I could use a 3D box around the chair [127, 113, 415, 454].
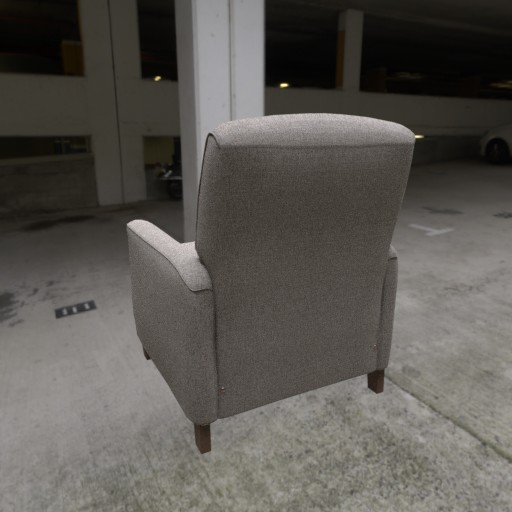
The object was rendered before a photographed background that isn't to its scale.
[{"bbox_3d":[0.000,0.000,1.700,0.848,1.014,0.864,-8,17,-26],"label":"chair"}]
